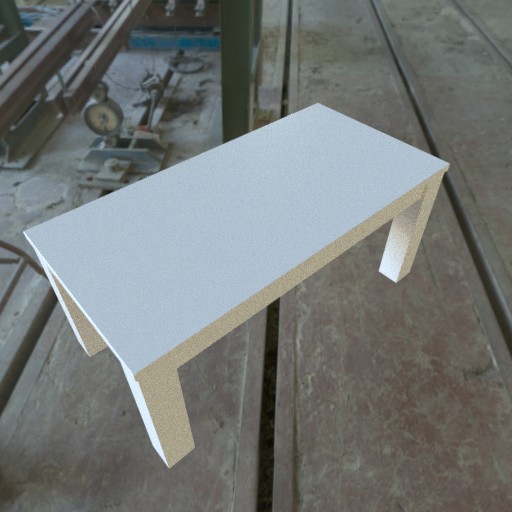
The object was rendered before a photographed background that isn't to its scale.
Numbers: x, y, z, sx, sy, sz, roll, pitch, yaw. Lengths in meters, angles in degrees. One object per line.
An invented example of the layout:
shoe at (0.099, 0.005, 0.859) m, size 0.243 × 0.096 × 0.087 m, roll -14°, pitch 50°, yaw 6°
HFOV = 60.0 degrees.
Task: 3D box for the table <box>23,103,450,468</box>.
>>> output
table at (0.000, 0.000, 2.309) m, size 1.800 × 0.790 × 0.900 m, roll -32°, pitch 52°, yaw -28°
